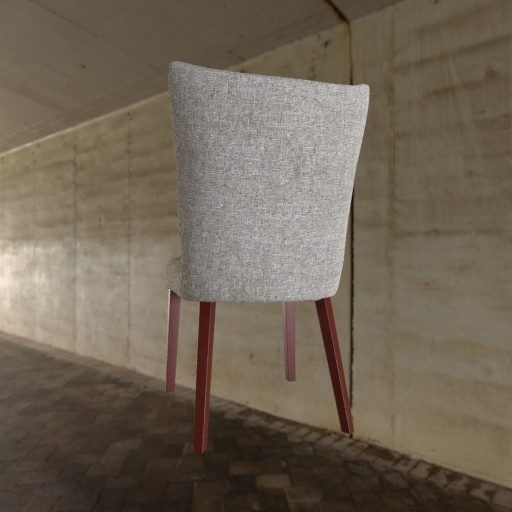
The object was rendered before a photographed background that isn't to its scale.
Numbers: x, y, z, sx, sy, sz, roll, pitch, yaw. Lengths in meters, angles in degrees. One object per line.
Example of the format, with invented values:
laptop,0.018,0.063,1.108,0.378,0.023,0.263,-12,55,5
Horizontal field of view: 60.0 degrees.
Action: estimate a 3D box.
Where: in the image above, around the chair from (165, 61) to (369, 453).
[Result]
chair,0.000,0.000,1.293,0.535,0.924,0.623,0,0,-17
